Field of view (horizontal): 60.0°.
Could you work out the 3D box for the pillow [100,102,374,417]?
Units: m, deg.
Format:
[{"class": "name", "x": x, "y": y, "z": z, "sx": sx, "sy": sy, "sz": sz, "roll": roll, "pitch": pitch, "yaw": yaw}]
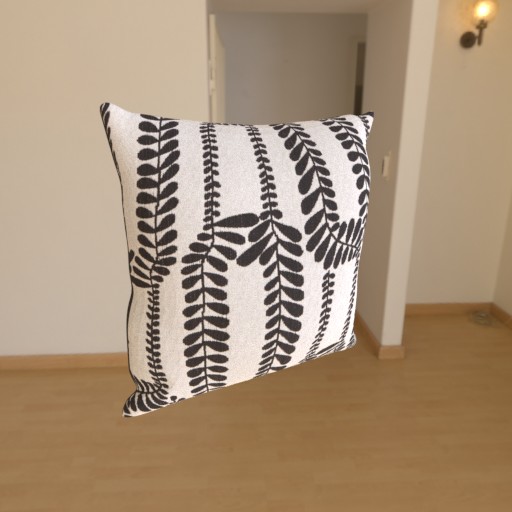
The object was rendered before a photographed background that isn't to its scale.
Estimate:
[{"class": "pillow", "x": 0.000, "y": 0.000, "z": 0.682, "sx": 0.440, "sy": 0.441, "sz": 0.182, "roll": -9, "pitch": 20, "yaw": -27}]
